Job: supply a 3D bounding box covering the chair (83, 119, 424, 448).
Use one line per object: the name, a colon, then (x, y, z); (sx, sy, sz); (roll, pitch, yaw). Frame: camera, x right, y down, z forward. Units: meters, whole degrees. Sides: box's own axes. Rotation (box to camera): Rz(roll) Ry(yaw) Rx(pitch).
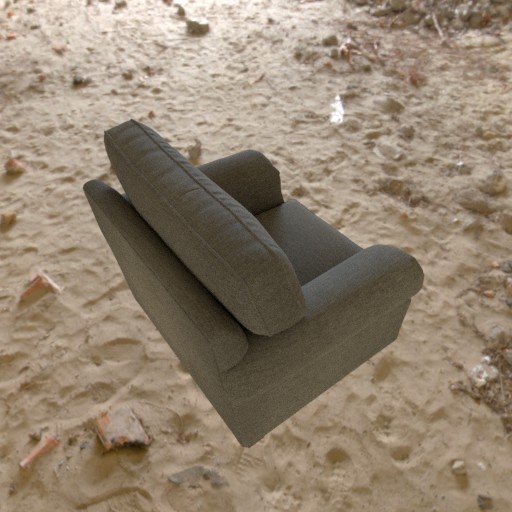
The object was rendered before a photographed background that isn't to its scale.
chair: (0.000, 0.000, 1.804); (0.965, 0.961, 1.092); (-27, 49, -26)
